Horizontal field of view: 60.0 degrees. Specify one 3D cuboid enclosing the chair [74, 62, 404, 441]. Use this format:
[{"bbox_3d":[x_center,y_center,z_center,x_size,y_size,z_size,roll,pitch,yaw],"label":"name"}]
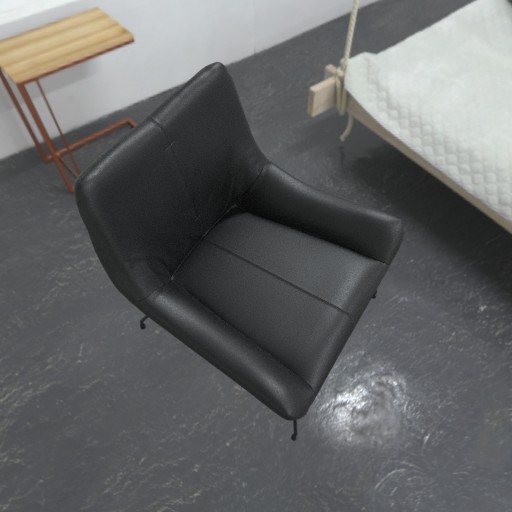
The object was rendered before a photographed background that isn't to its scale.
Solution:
[{"bbox_3d":[0.000,0.000,1.570,0.826,0.922,0.836,28,61,17],"label":"chair"}]
